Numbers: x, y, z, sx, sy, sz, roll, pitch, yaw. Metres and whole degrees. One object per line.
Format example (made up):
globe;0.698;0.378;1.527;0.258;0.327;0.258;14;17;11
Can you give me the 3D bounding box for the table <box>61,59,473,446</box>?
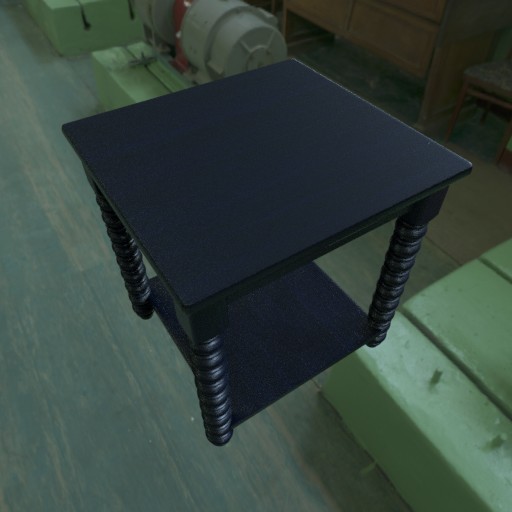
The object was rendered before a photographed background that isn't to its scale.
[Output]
table;0.000;0.000;0.972;0.533;0.567;0.500;-26;52;-22
